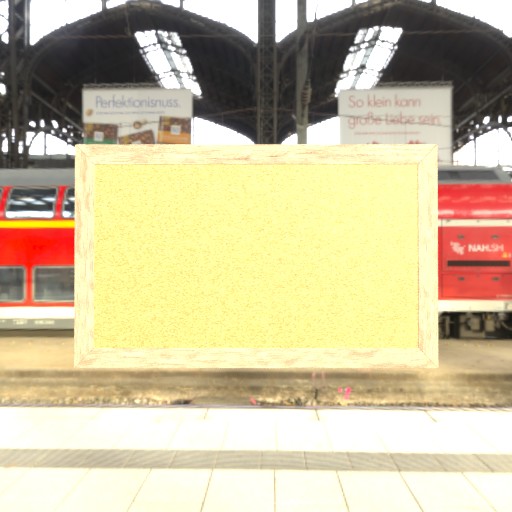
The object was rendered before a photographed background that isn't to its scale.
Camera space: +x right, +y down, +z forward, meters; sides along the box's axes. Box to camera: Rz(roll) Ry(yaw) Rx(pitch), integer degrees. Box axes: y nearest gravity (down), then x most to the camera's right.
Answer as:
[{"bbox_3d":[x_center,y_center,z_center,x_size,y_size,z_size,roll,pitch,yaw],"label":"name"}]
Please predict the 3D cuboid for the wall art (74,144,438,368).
[{"bbox_3d":[0.000,0.000,0.961,0.780,0.480,0.021,0,-1,0],"label":"wall art"}]
